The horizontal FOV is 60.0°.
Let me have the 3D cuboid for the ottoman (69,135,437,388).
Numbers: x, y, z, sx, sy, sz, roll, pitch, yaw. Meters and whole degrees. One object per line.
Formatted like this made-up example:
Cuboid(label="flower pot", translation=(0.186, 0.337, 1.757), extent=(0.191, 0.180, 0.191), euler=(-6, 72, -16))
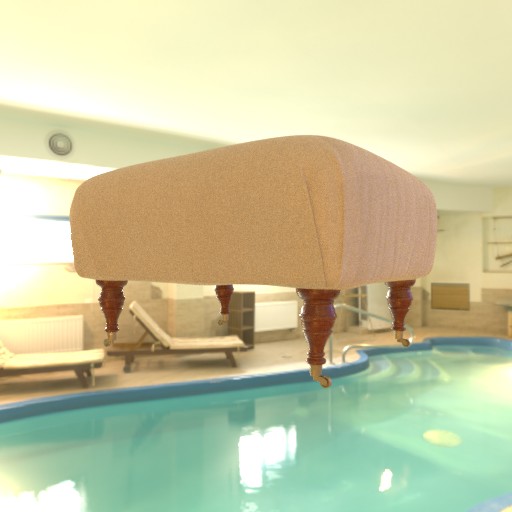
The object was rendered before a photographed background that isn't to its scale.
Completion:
Cuboid(label="ottoman", translation=(0.000, 0.000, 1.092), extent=(0.746, 0.450, 0.622), euler=(0, -1, 36))
